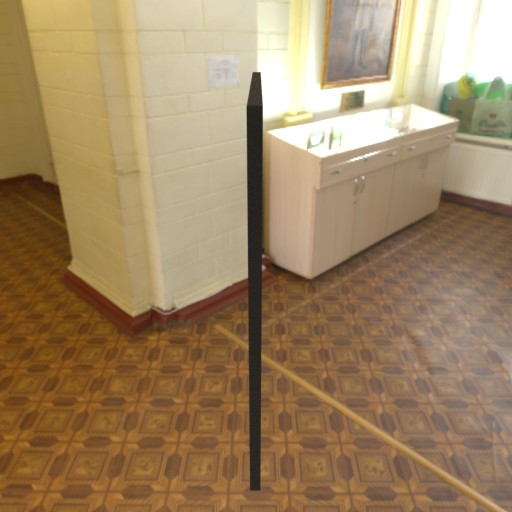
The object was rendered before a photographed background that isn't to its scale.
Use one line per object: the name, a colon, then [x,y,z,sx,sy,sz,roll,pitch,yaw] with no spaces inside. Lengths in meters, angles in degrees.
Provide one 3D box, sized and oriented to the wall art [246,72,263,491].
wall art: [0.000,0.000,0.496,0.010,0.361,0.311,0,26,0]
